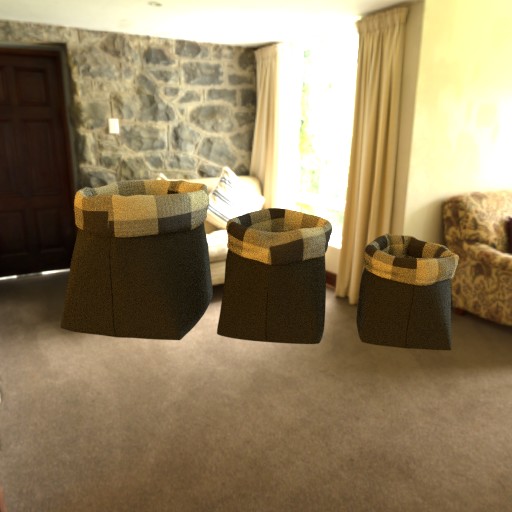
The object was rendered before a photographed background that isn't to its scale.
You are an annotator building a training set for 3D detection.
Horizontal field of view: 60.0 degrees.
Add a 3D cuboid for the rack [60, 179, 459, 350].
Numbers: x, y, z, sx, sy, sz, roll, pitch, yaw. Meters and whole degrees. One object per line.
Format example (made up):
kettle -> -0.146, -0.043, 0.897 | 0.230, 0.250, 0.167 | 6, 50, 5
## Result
rack -> 0.000, 0.000, 1.075 | 0.889, 0.329, 0.370 | 3, 16, 9
